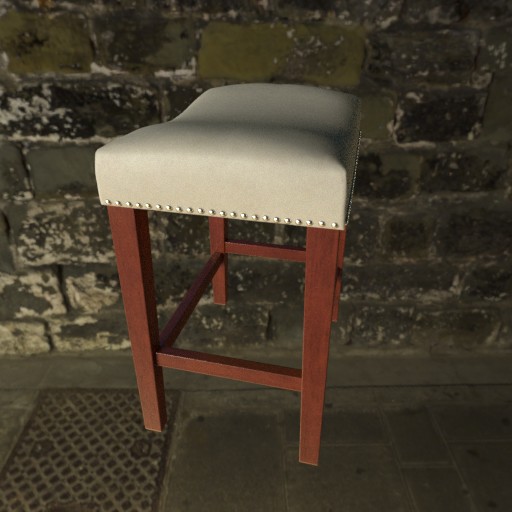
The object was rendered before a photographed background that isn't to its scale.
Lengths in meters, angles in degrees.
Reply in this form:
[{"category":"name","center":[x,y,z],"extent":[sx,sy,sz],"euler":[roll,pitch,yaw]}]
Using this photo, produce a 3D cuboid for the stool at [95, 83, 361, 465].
[{"category":"stool","center":[0.000,0.000,0.950],"extent":[0.375,0.632,0.509],"euler":[7,31,12]}]
